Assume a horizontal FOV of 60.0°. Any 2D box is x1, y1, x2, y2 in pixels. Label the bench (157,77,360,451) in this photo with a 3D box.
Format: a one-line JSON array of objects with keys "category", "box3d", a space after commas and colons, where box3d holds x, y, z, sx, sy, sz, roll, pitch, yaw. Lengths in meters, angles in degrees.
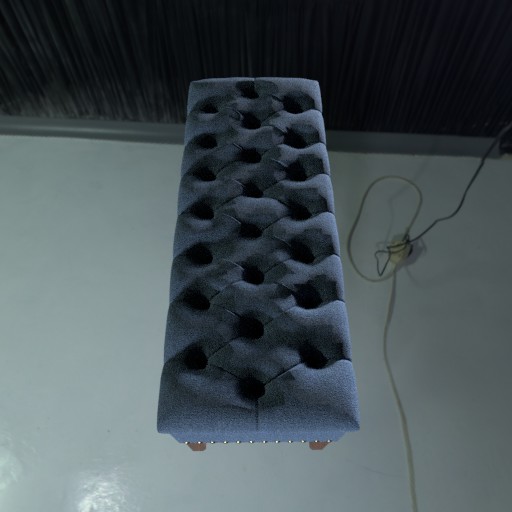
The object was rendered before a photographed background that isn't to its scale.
[{"category": "bench", "box3d": [0.000, 0.000, 1.323, 0.417, 0.492, 1.052, 0, 60, 0]}]
